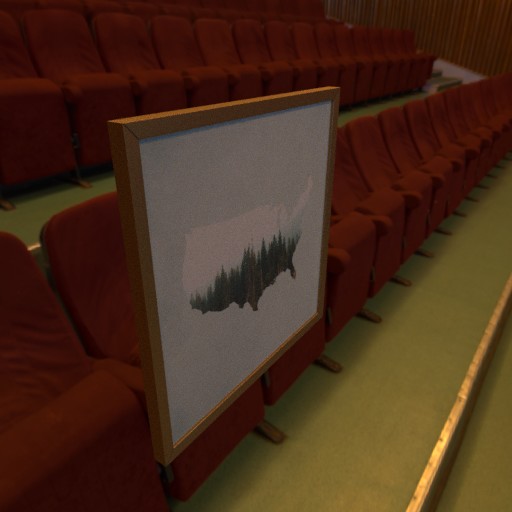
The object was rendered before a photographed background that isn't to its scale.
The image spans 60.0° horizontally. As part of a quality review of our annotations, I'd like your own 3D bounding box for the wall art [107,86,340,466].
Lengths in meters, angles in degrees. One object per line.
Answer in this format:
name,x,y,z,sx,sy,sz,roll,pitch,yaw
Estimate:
wall art,0.000,0.000,1.138,0.038,0.762,0.762,17,31,32
